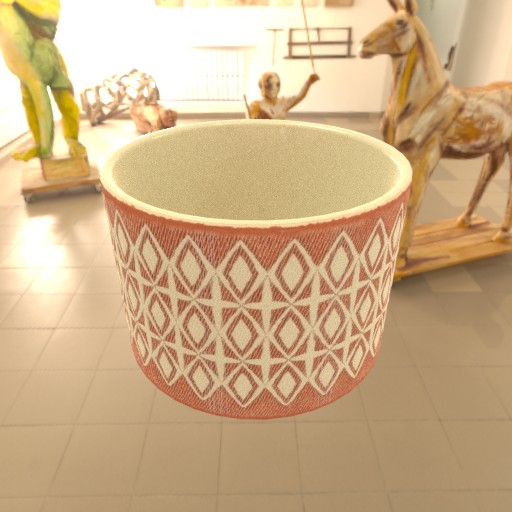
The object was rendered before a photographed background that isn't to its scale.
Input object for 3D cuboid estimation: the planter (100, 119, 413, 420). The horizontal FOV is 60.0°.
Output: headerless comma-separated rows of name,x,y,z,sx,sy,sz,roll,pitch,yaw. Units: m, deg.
planter,0.000,0.000,0.321,0.192,0.148,0.192,0,31,0
